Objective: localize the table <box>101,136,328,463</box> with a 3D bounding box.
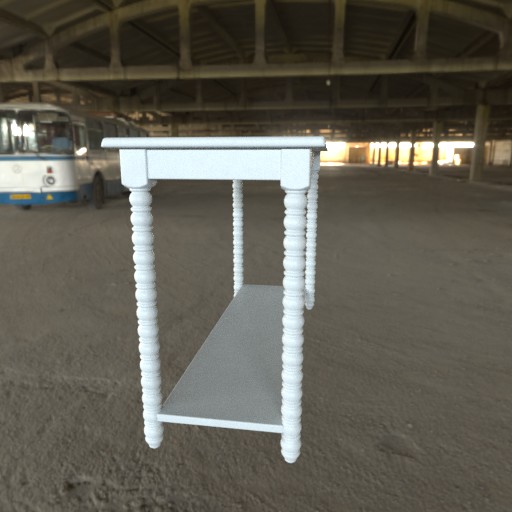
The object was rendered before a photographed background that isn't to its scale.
[{"bbox_3d":[0.000,0.000,1.509,0.459,0.740,1.184,2,13,9],"label":"table"}]
